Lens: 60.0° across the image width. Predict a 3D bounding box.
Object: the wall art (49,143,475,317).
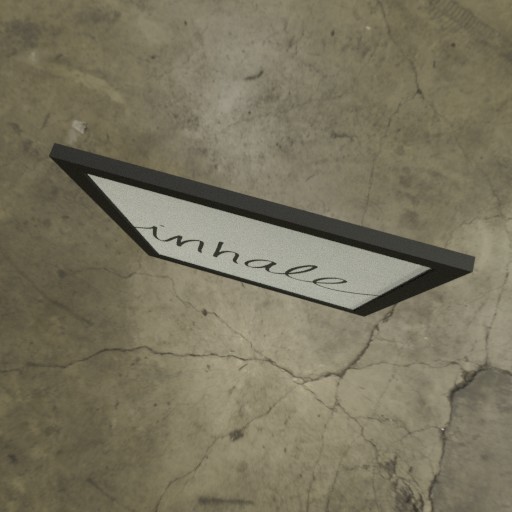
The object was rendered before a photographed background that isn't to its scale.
[{"bbox_3d":[0.000,0.000,0.532,0.356,0.356,0.013,16,77,4],"label":"wall art"}]
